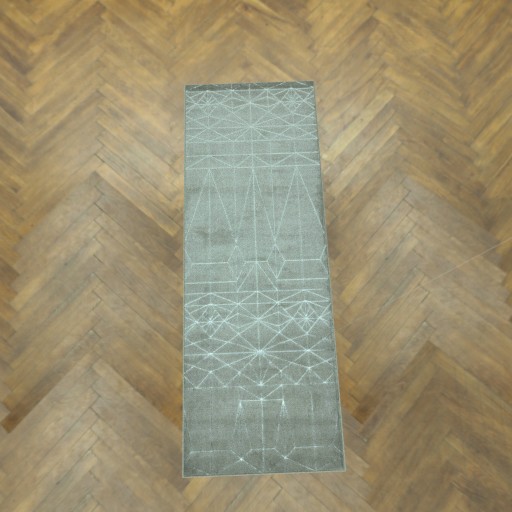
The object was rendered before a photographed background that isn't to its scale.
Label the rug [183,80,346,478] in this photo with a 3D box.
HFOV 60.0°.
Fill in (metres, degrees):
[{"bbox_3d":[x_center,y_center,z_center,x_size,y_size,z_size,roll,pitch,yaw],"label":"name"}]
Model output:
[{"bbox_3d":[0.000,0.000,2.646,0.864,0.012,2.388,-2,75,-1],"label":"rug"}]
